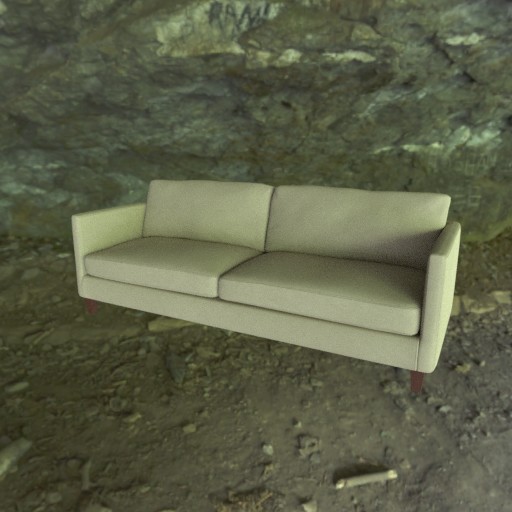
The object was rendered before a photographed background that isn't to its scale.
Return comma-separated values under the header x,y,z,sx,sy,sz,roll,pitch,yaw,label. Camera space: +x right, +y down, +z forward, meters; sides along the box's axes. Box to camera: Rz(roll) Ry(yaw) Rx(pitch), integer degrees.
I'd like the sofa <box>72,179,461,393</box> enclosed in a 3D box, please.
x,y,z,sx,sy,sz,roll,pitch,yaw,label
0.000,0.000,2.946,2.404,0.912,0.988,7,16,27,sofa
